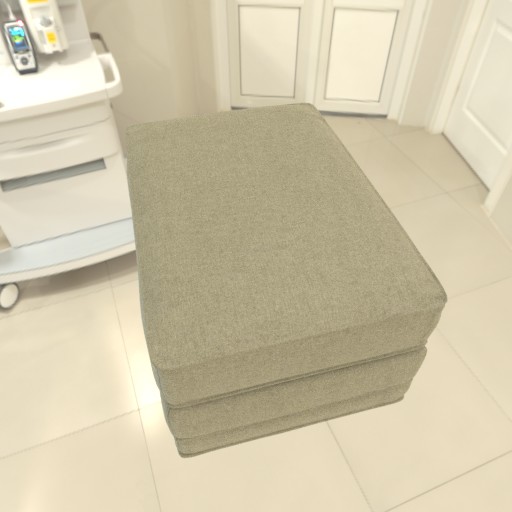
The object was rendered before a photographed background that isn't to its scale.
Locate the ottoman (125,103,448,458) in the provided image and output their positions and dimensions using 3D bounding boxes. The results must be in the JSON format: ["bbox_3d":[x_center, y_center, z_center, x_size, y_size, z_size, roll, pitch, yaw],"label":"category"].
[{"bbox_3d":[0.000,0.000,1.223,0.611,0.508,0.848,-11,48,-10],"label":"ottoman"}]
